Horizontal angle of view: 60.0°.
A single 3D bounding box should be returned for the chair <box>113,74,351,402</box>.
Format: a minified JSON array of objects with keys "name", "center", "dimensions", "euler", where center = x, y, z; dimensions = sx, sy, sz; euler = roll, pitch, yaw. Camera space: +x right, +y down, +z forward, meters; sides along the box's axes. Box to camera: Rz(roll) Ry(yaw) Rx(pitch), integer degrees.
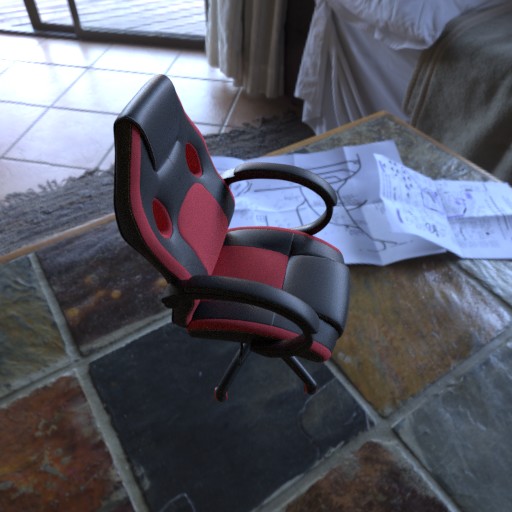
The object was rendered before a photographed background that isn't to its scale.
[{"name":"chair","center":[0.000,0.000,1.612],"dimensions":[0.724,1.187,0.673],"euler":[9,47,8]}]
